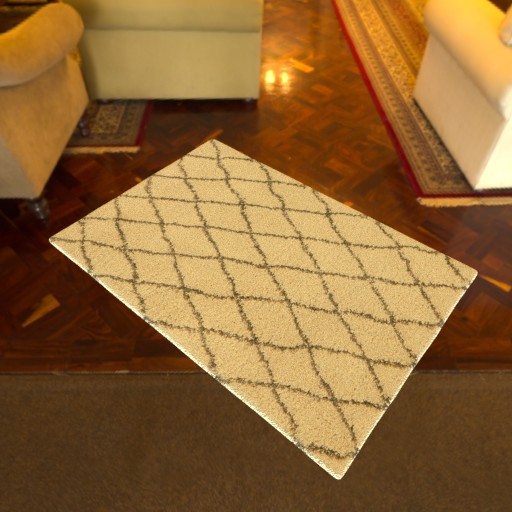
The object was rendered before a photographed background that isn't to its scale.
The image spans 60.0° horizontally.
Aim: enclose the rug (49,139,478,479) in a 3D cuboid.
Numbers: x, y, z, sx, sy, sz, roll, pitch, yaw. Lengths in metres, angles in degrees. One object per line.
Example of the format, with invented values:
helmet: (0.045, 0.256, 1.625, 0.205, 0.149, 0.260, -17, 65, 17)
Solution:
rug: (0.000, 0.000, 2.211, 1.778, 0.030, 1.219, 32, 55, 26)
